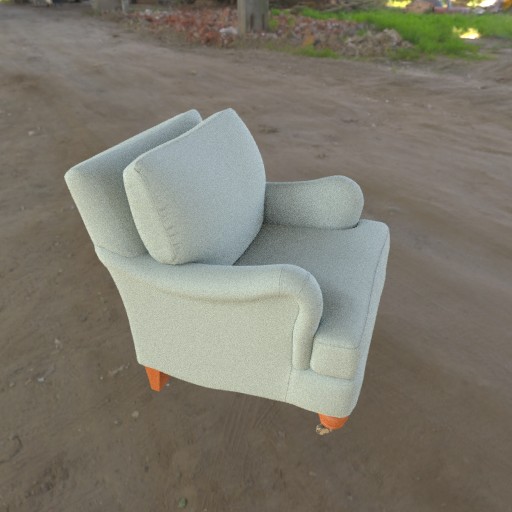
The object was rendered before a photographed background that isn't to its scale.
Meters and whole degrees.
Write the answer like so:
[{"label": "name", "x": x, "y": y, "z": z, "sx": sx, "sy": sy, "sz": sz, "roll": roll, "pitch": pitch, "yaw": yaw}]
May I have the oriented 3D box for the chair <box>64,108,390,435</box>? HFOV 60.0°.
[{"label": "chair", "x": 0.000, "y": 0.000, "z": 1.905, "sx": 1.070, "sy": 1.038, "sz": 0.955, "roll": 11, "pitch": 33, "yaw": 17}]
